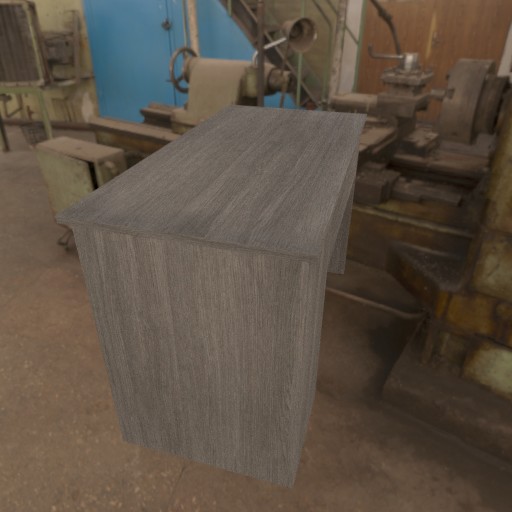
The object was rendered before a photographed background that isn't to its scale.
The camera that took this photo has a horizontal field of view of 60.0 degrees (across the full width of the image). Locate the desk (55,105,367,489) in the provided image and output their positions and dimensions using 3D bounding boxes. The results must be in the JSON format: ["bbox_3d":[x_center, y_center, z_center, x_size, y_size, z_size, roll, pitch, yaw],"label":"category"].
[{"bbox_3d":[0.000,0.000,1.509,0.560,0.735,1.097,9,32,14],"label":"desk"}]
